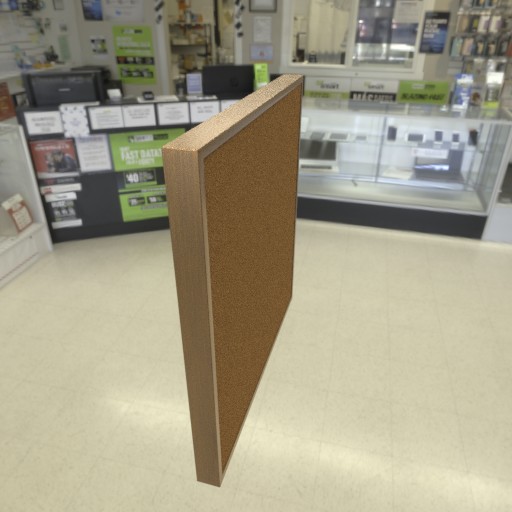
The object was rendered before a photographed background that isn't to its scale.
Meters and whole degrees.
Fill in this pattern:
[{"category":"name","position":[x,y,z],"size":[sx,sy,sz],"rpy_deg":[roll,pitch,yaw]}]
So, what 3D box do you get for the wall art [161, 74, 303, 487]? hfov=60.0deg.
[{"category":"wall art","position":[0.000,0.000,0.744],"size":[0.037,0.505,0.505],"rpy_deg":[8,31,14]}]
